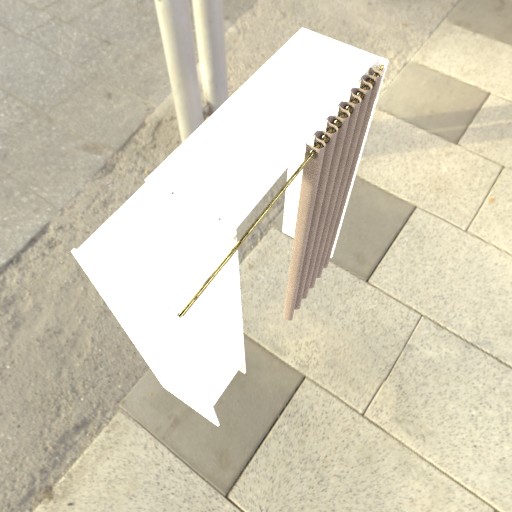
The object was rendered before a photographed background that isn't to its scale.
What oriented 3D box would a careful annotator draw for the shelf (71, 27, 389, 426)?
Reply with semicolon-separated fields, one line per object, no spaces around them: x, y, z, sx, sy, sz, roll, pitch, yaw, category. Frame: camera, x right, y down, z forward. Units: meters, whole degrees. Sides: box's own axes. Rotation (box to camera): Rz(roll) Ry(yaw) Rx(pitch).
0.000;0.000;2.607;0.500;1.820;1.600;30;63;17;shelf
